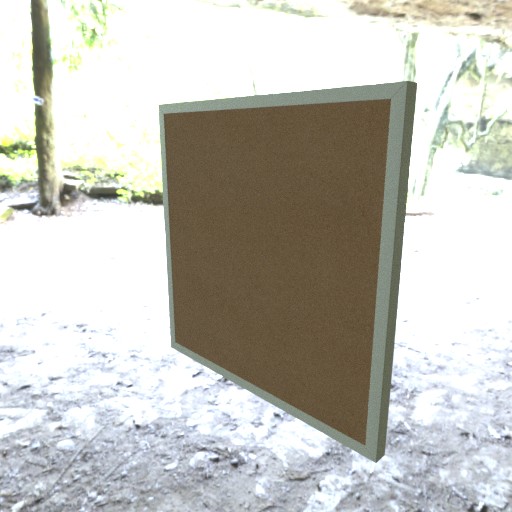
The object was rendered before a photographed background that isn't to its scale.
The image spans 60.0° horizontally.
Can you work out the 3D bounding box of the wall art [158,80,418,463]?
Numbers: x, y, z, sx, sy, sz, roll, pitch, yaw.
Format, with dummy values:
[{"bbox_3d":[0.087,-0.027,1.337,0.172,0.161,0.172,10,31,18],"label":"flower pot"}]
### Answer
[{"bbox_3d":[0.000,0.000,1.115,0.036,0.760,0.760,-14,21,-43],"label":"wall art"}]
